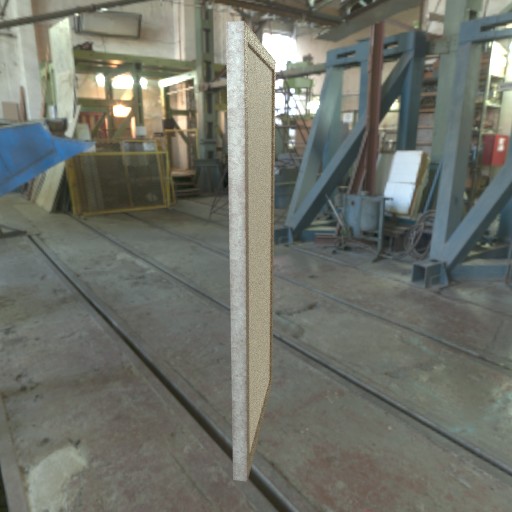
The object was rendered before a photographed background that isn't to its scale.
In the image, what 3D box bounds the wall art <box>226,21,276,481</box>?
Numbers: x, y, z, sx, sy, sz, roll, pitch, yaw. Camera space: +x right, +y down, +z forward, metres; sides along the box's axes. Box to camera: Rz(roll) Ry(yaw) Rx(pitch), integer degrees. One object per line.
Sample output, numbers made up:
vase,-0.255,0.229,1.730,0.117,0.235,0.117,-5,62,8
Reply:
wall art,0.000,0.000,1.673,0.051,1.461,0.648,3,15,9
